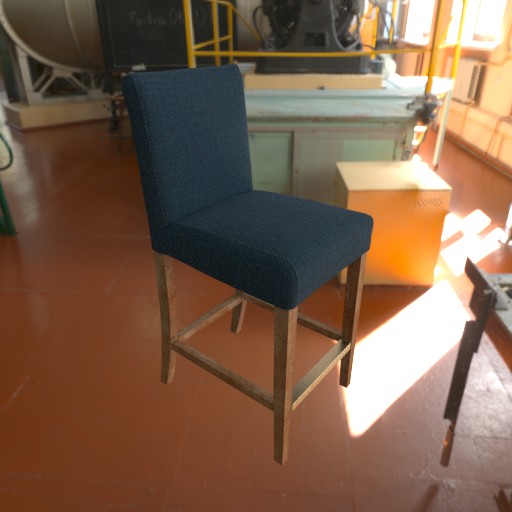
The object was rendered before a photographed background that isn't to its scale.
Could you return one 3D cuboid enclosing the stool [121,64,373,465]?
[{"bbox_3d":[0.000,0.000,1.356,0.567,1.039,0.454,20,34,33],"label":"stool"}]
